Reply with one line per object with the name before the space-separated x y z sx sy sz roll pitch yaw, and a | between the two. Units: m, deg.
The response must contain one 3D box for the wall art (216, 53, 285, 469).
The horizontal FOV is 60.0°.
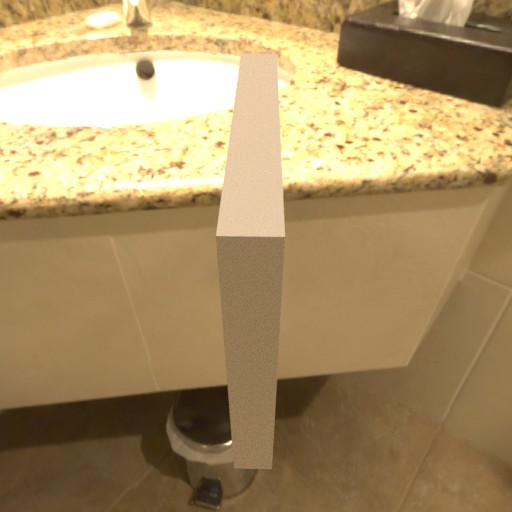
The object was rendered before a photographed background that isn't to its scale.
wall art | 0.000 0.000 0.460 0.038 0.304 0.305 1 42 1
